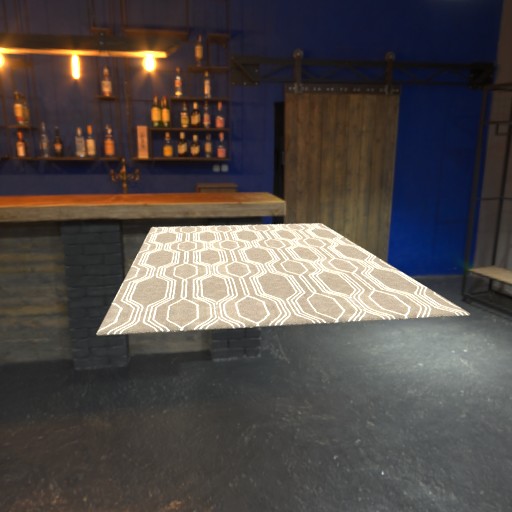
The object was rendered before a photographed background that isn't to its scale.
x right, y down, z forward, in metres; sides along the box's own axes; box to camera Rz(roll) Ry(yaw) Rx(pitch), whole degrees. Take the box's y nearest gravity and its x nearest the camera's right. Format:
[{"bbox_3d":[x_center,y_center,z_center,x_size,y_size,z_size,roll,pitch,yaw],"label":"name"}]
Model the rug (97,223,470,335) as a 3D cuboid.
[{"bbox_3d":[0.000,0.000,2.320,1.239,0.012,1.836,-2,14,-8],"label":"rug"}]
